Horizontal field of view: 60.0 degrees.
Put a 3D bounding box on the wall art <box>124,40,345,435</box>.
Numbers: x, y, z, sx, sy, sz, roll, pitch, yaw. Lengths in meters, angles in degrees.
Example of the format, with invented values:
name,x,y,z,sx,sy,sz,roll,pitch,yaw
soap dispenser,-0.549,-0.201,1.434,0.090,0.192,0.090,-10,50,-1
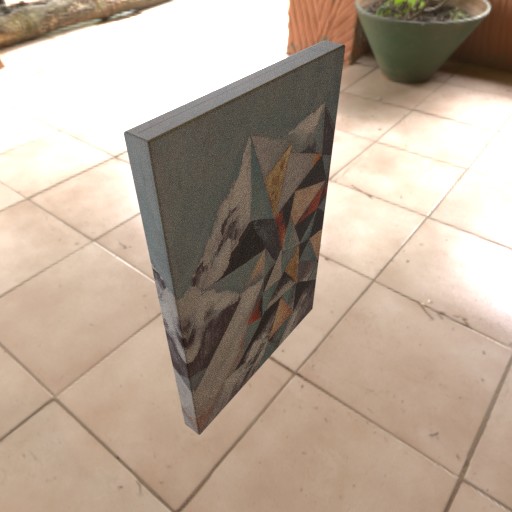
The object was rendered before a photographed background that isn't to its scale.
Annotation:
name,x,y,z,sx,sy,sz,roll,pitch,yaw
wall art,0.000,0.000,1.159,0.061,0.911,0.609,27,48,27
